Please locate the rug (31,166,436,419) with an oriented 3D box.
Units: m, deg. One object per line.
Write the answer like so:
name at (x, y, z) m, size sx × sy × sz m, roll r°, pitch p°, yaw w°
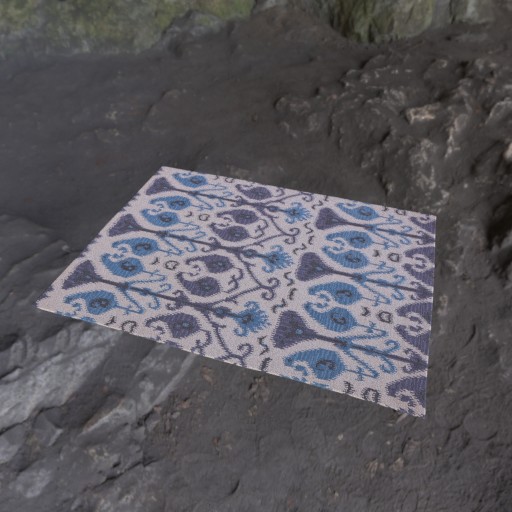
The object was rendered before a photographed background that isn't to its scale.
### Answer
rug at (0.000, 0.000, 2.952) m, size 2.261 × 0.013 × 1.676 m, roll 13°, pitch 44°, yaw 13°
